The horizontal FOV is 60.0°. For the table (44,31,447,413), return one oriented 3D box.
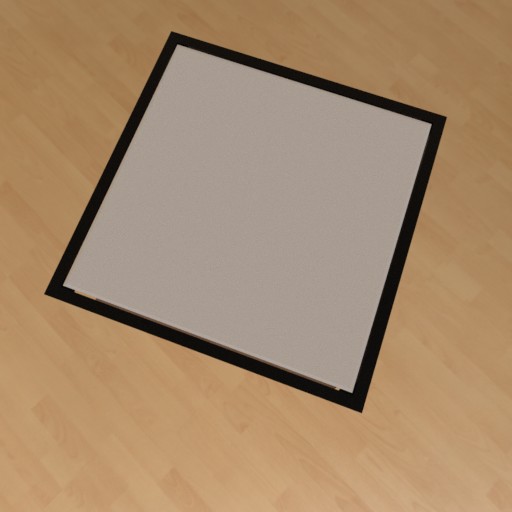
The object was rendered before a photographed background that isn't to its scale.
[{"bbox_3d":[0.000,0.000,0.794,0.378,0.540,0.378,19,77,5],"label":"table"}]
